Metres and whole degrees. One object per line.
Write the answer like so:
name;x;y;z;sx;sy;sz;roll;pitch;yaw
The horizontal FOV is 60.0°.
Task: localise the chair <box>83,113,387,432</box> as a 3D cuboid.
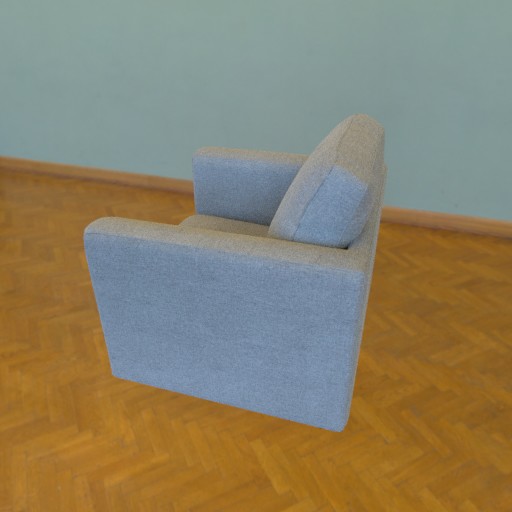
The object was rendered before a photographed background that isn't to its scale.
chair;0.000;0.000;1.565;0.800;0.927;0.855;9;31;15
